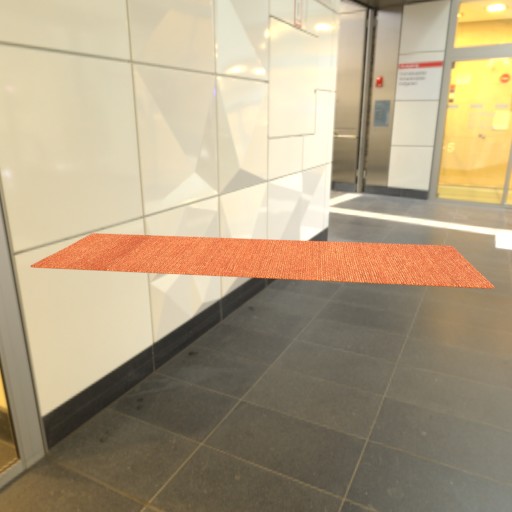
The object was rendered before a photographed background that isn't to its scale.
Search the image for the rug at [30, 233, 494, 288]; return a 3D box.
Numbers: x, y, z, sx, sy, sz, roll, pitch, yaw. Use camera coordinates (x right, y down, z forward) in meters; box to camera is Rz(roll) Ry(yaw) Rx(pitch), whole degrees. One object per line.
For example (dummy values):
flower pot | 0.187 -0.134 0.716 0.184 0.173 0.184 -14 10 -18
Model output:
rug | 0.000 0.000 2.500 2.307 0.012 0.687 2 18 7
